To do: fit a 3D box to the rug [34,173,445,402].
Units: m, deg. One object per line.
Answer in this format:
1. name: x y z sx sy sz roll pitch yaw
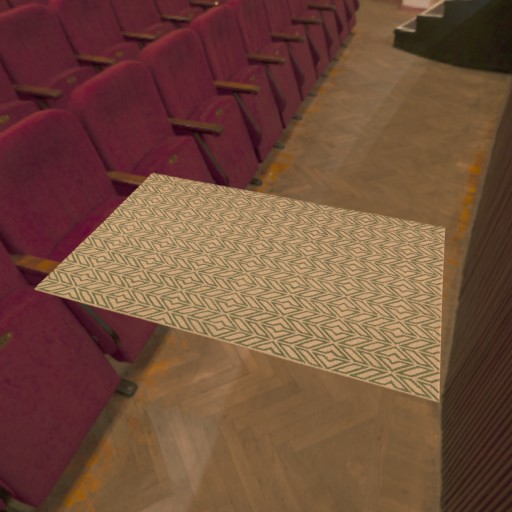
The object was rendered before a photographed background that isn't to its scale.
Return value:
1. rug: 0.000 0.000 3.034 2.435 0.011 1.517 13 42 14
